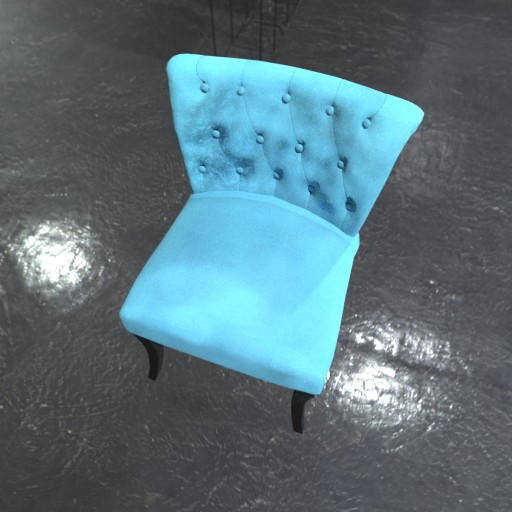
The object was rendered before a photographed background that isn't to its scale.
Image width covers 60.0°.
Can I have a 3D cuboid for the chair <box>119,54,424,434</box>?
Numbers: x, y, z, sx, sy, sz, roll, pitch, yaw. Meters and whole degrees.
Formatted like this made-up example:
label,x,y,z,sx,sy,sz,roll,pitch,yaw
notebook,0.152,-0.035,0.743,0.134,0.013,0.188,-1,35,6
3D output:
label,x,y,z,sx,sy,sz,roll,pitch,yaw
chair,0.000,0.000,1.156,0.582,0.750,0.605,16,58,11
